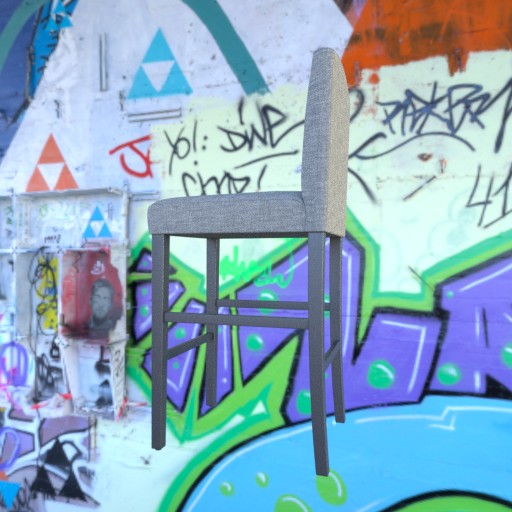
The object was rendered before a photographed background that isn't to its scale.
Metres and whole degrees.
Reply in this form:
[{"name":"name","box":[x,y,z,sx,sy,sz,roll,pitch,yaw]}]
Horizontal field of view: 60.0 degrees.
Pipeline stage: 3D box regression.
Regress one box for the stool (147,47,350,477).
[{"name":"stool","box":[0.000,0.000,1.413,0.552,1.138,0.451,0,0,18]}]
